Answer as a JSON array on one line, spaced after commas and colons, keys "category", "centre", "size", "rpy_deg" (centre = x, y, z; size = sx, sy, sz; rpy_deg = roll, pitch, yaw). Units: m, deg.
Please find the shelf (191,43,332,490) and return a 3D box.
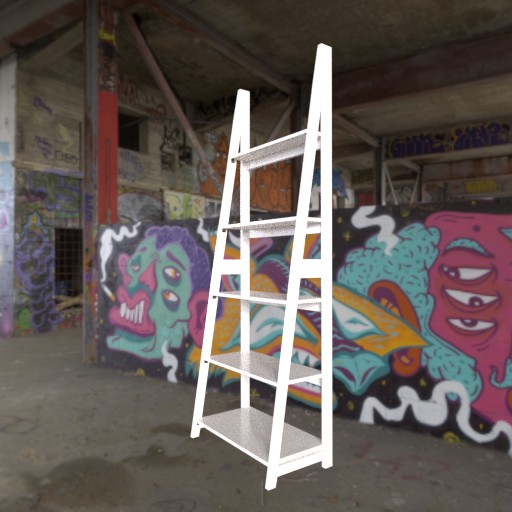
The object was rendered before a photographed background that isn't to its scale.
[{"category": "shelf", "centre": [0.000, 0.000, 2.040], "size": [0.341, 1.779, 0.636], "rpy_deg": [0, -1, -36]}]
